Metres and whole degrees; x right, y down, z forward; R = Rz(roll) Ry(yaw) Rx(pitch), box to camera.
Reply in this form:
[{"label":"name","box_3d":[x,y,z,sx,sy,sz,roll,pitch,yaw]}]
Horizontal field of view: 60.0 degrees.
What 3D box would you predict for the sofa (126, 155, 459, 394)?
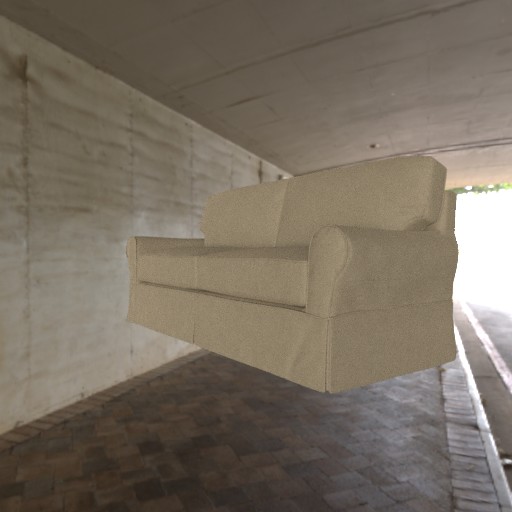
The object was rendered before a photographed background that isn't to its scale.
[{"label":"sofa","box_3d":[0.000,0.000,2.741,0.900,1.014,2.246,-1,1,-36]}]
